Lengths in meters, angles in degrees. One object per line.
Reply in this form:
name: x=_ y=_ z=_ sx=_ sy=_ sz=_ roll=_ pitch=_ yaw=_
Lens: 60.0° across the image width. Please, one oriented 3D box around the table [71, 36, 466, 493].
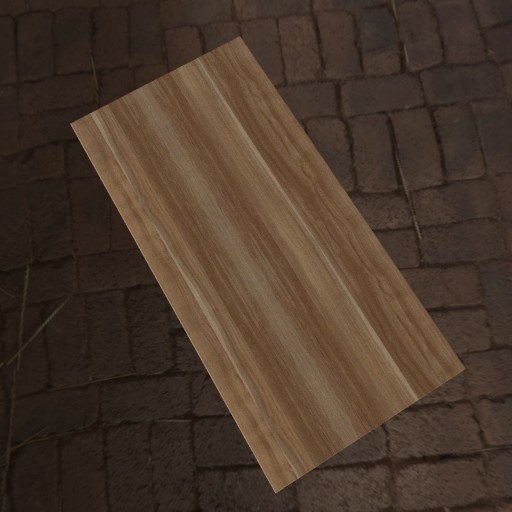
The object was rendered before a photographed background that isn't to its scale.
table: x=0.000 y=0.000 z=2.494 sx=1.000 sy=0.770 sz=2.000 roll=-30 pitch=79 yaw=-6
